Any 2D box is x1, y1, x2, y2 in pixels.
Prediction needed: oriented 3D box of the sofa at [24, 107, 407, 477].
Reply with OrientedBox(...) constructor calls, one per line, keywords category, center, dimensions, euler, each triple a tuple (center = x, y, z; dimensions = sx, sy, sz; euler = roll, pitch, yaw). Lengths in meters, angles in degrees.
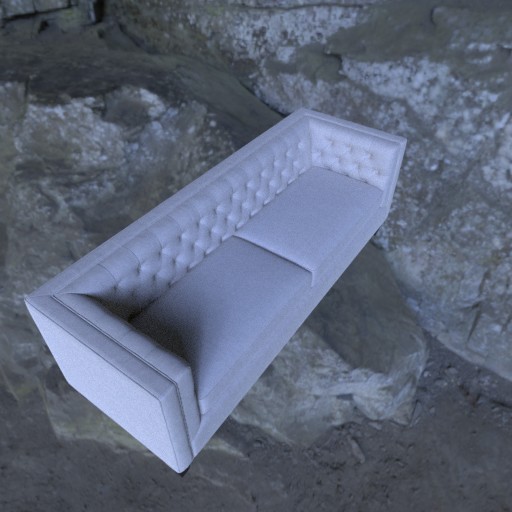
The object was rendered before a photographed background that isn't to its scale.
OrientedBox(category="sofa", center=(0.000, 0.000, 2.509), dimensions=(0.775, 0.762, 2.159), euler=(26, 49, 25))
